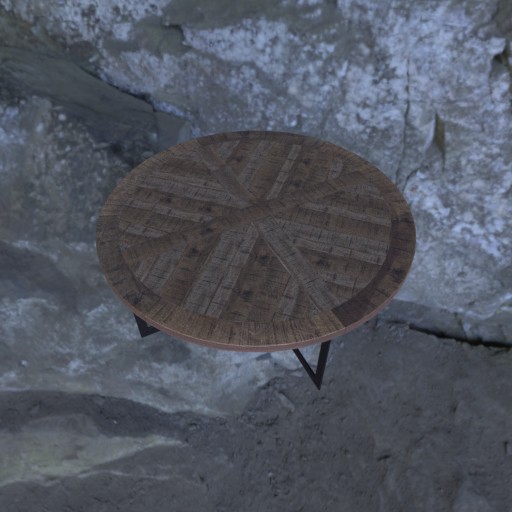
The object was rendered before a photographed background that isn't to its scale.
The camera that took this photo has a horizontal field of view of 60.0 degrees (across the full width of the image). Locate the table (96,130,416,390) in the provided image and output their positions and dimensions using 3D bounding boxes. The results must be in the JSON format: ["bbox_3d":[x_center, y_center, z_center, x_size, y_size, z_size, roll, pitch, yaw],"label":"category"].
[{"bbox_3d":[0.000,0.000,1.985,1.264,0.516,1.264,0,46,0],"label":"table"}]
